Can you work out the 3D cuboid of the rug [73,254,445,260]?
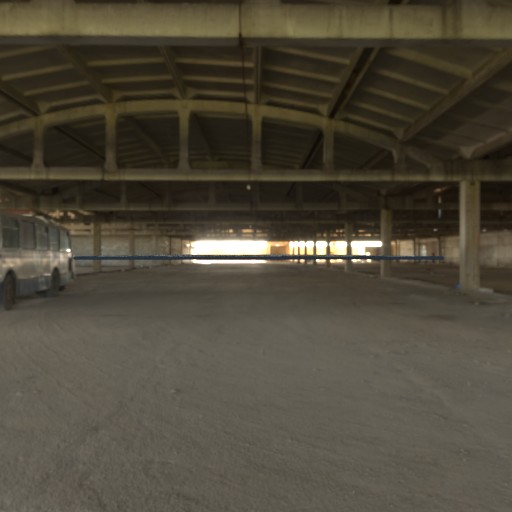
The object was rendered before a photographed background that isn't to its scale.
[{"bbox_3d":[0.000,0.000,2.944,1.526,0.014,2.290,0,0,-1],"label":"rug"}]
